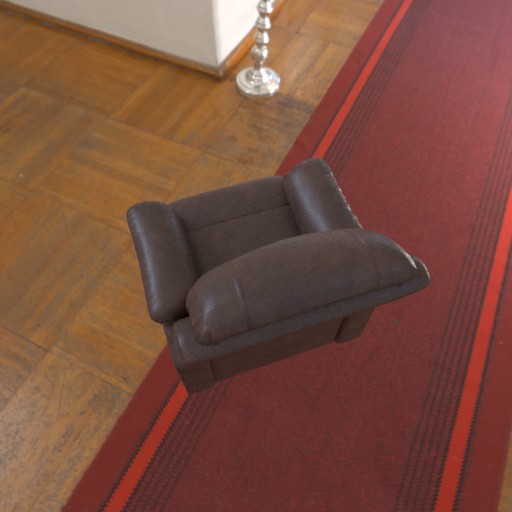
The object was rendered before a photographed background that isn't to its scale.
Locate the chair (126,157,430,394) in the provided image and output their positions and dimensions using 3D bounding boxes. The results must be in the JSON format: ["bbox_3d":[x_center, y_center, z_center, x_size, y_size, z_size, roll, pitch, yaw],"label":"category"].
[{"bbox_3d":[0.000,0.000,1.666,0.855,0.992,0.919,-16,59,-10],"label":"chair"}]
